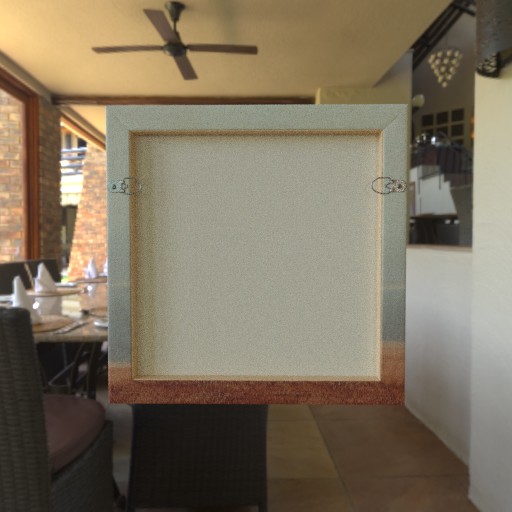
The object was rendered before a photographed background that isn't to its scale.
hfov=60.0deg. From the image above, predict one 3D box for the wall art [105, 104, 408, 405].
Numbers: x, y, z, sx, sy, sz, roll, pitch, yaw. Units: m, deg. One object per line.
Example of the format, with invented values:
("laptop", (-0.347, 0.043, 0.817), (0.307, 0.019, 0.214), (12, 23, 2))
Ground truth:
("wall art", (0.000, 0.000, 0.607), (0.405, 0.405, 0.023), (0, 2, 1))
